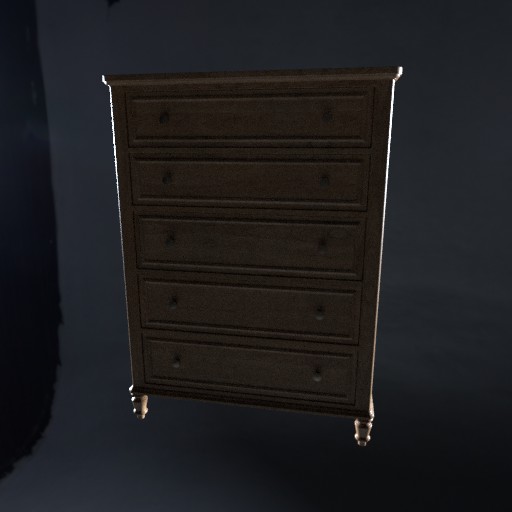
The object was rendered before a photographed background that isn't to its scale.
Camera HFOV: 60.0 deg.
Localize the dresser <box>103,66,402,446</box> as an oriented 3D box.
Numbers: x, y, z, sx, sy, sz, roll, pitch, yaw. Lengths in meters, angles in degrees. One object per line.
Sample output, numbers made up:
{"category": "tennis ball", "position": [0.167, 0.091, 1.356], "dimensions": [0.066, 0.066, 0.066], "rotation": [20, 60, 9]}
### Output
{"category": "dresser", "position": [0.000, 0.000, 1.781], "dimensions": [0.973, 1.318, 0.484], "rotation": [3, 15, 10]}
